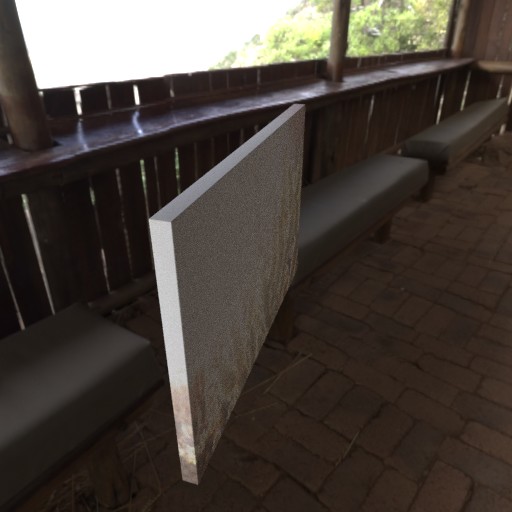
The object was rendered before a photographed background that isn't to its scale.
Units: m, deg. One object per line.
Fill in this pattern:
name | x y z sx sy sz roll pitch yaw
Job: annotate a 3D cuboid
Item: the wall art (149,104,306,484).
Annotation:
wall art | 0.000 0.000 1.168 0.040 0.608 0.916 9 31 15
